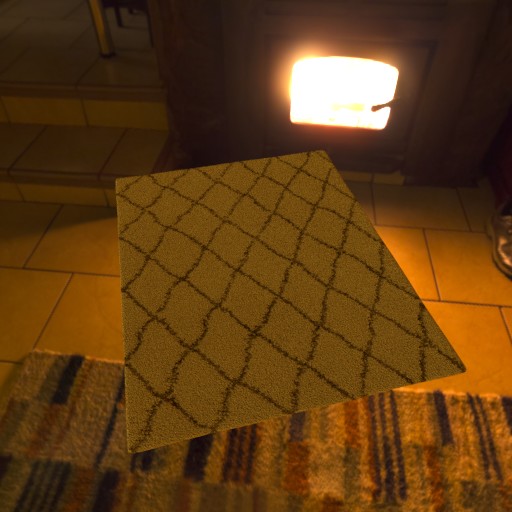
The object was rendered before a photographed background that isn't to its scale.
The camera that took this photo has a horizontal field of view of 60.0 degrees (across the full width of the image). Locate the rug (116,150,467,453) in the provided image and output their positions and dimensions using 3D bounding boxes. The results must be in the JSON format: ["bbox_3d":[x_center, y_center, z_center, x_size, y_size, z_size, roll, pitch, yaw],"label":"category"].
[{"bbox_3d":[0.000,0.000,4.066,2.438,0.029,3.047,-10,46,-10],"label":"rug"}]
